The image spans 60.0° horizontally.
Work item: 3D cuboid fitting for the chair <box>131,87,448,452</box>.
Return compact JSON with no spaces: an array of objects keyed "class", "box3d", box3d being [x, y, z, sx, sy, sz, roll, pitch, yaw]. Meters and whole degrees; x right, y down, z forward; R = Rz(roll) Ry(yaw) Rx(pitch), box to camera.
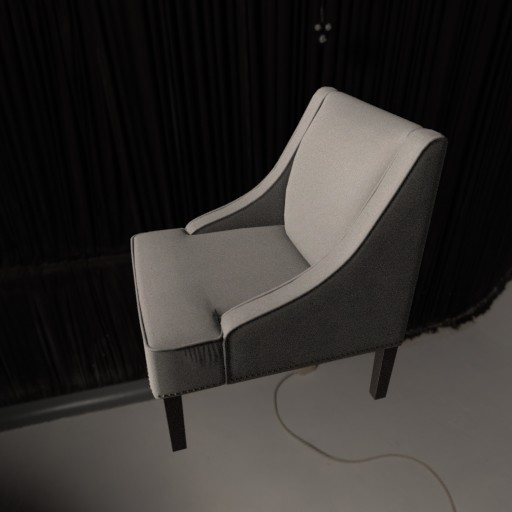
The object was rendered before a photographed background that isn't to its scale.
[{"class":"chair","box3d":[0.000,0.000,1.383,0.747,0.867,0.631,-9,32,-14]}]
